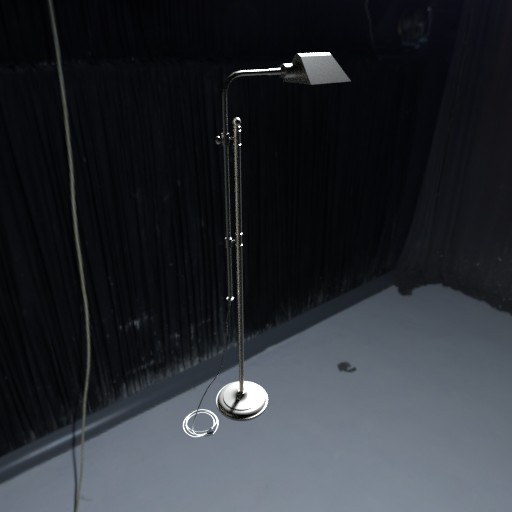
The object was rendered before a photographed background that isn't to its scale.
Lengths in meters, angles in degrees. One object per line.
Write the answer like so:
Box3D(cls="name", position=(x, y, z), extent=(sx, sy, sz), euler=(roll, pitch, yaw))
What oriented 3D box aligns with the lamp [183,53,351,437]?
Box3D(cls="lamp", position=(0.000, 0.000, 1.903), extent=(0.813, 1.571, 0.256), euler=(-18, 32, -32))
